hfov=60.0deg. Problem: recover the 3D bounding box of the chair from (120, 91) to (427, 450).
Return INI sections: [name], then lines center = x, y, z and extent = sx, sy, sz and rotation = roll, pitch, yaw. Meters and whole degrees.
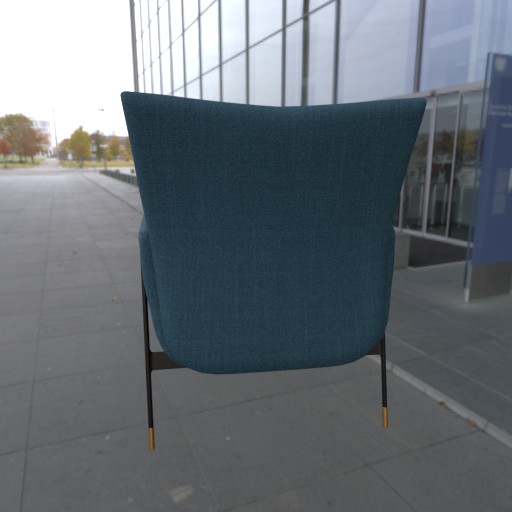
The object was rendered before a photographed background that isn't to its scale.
[chair]
center = 0.000, 0.000, 1.377
extent = 0.678, 0.859, 0.769
rotation = -2, 13, -9
